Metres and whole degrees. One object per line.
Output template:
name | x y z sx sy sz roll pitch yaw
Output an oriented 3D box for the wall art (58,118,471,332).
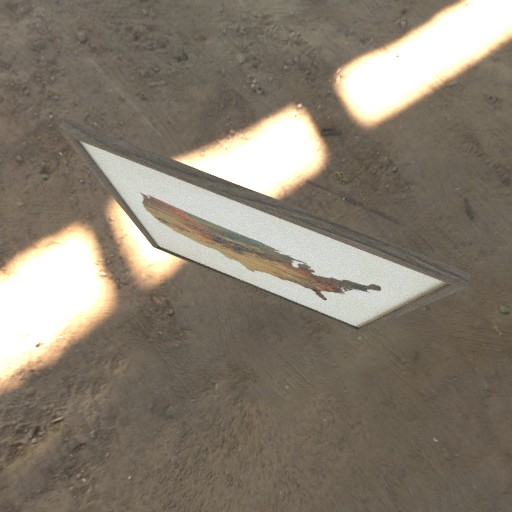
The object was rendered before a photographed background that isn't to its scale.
wall art | 0.000 0.000 0.754 0.508 0.507 0.016 22 76 6
